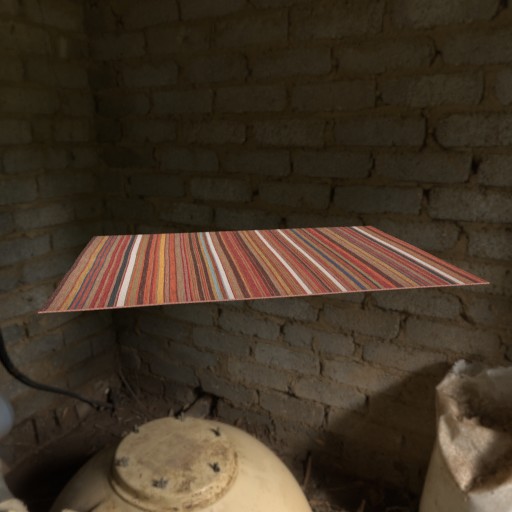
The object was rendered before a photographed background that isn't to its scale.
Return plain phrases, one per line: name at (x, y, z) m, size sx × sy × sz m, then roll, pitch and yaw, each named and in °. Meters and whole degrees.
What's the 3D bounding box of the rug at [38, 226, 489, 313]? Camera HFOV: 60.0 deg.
rug at (0.000, 0.000, 2.324) m, size 1.828 × 0.007 × 1.217 m, roll -3°, pitch 16°, yaw -10°
